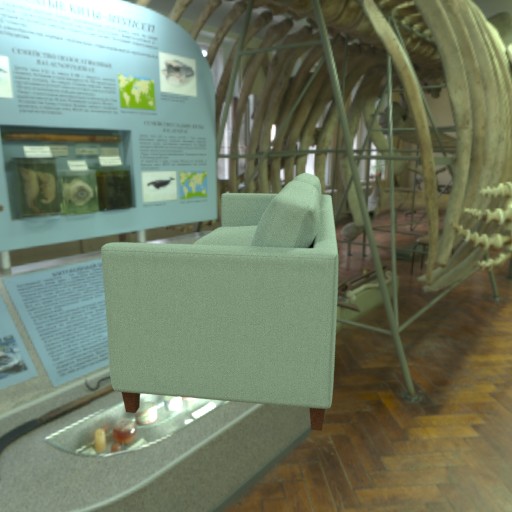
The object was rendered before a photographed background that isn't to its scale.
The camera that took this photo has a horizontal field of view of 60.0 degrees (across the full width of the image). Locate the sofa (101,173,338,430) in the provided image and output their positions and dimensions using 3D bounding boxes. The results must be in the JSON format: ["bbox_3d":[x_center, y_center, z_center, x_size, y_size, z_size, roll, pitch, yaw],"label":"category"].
[{"bbox_3d":[0.000,0.000,2.771,0.951,0.965,2.208,2,14,8],"label":"sofa"}]
